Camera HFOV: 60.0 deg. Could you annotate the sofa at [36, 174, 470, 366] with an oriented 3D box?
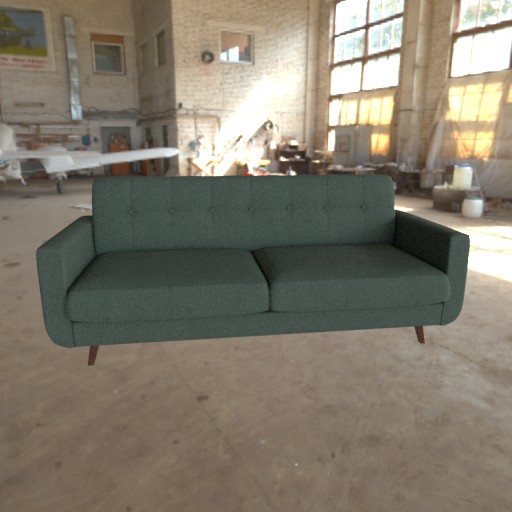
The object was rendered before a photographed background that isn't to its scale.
[{"bbox_3d":[0.000,0.000,2.450,2.029,0.841,0.909,-2,15,-8],"label":"sofa"}]
